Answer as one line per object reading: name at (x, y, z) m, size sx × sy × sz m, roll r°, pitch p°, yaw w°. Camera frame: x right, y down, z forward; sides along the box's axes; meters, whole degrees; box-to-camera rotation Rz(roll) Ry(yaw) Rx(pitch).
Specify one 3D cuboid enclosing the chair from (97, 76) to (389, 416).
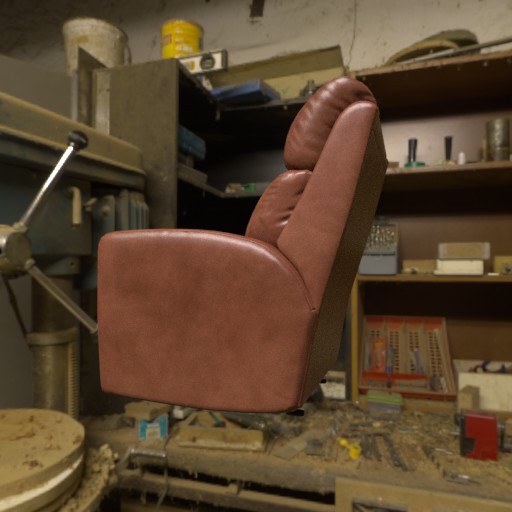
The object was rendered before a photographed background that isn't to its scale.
chair at (0.000, 0.000, 1.672) m, size 0.939 × 1.016 × 0.787 m, roll 0°, pitch -1°, yaw 19°
